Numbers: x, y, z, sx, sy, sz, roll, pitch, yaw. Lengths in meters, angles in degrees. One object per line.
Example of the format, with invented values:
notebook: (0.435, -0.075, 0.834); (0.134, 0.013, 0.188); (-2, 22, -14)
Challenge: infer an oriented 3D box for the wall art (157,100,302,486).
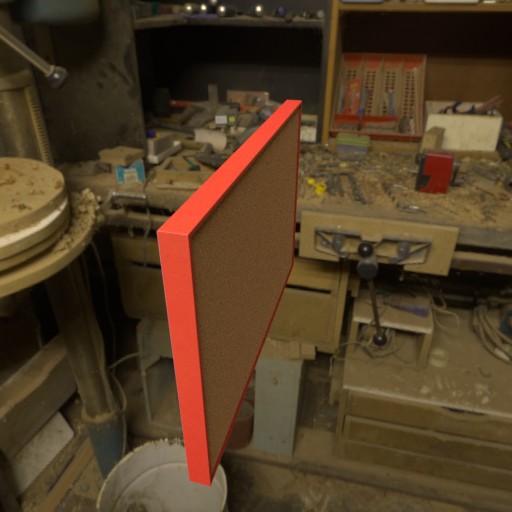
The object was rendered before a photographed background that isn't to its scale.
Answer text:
wall art: (0.000, 0.000, 0.777); (0.033, 0.405, 0.607); (8, 32, 13)
